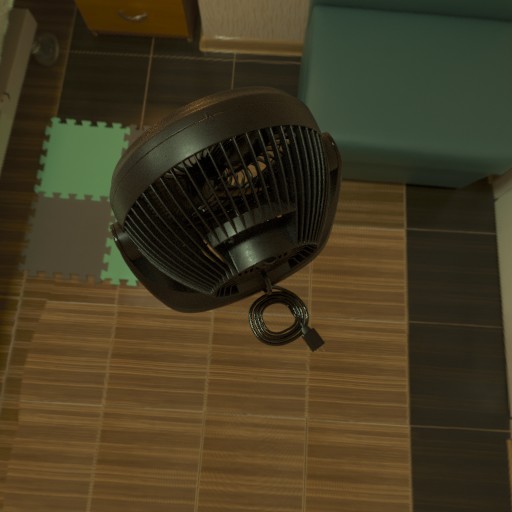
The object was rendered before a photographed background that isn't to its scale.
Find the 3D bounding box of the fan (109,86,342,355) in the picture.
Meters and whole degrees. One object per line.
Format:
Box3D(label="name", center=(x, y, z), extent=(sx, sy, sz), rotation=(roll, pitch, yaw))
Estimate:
Box3D(label="fan", center=(0.000, 0.000, 0.485), extent=(0.273, 0.277, 0.256), rotation=(-25, 77, -6))
